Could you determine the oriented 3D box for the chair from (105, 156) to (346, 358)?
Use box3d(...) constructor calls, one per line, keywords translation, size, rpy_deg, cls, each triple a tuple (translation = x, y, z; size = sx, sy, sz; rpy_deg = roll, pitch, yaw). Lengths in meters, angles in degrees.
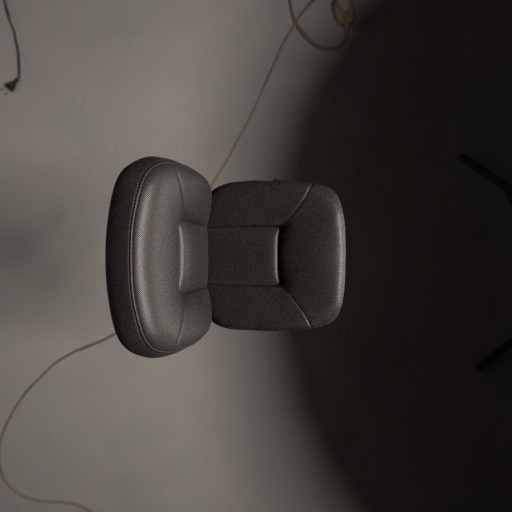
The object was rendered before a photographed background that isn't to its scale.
box3d(translation=(0.000, 0.000, 1.412), size=(0.646, 0.959, 0.647), rpy_deg=(0, 91, 1), cls="chair")
